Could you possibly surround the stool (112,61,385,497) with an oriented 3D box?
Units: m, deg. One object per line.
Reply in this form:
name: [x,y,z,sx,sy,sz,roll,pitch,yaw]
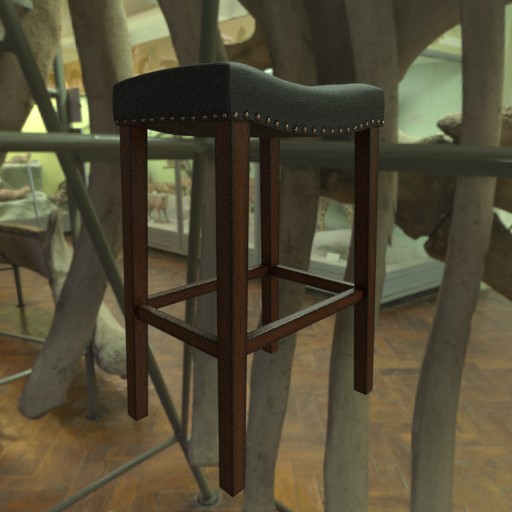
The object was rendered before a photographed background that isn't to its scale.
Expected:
stool: [0.000,0.000,1.015,0.366,0.760,0.502,14,20,42]
